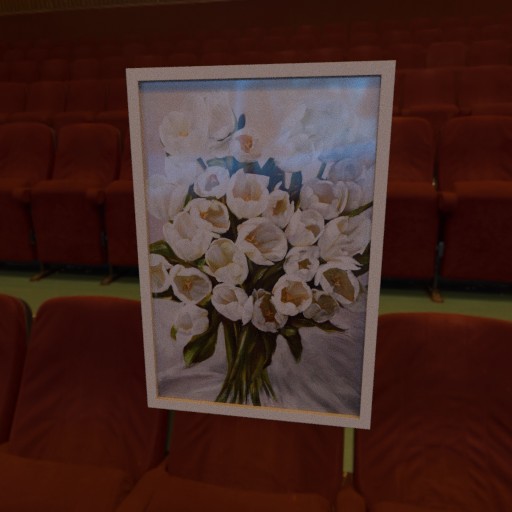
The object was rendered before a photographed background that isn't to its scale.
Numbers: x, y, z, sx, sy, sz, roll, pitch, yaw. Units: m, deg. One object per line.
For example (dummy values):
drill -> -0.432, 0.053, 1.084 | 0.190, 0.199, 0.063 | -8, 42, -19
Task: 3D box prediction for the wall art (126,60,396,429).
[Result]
wall art -> 0.000, 0.000, 0.538 | 0.293, 0.428, 0.025 | 2, 14, 9
